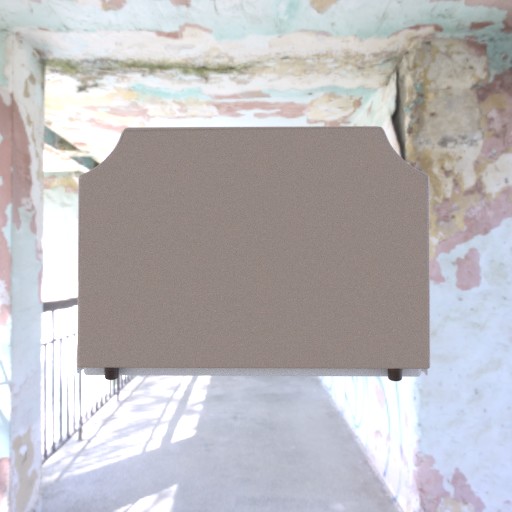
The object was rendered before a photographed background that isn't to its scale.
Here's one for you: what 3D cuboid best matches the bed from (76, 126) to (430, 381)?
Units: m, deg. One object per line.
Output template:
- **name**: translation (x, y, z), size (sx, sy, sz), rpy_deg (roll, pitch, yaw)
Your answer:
- **bed**: translation (0.000, 0.000, 4.135), size (2.350, 1.590, 2.773), rpy_deg (0, -1, 1)
